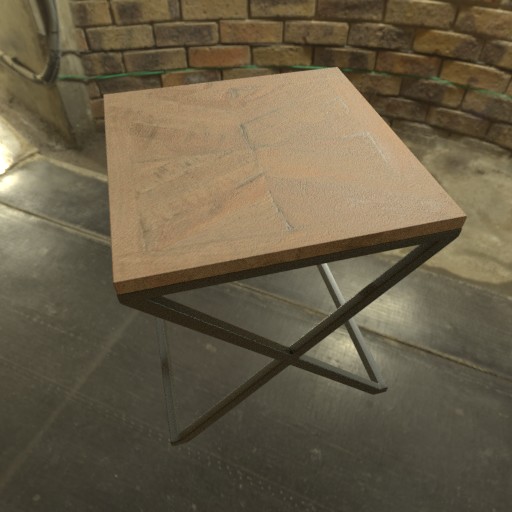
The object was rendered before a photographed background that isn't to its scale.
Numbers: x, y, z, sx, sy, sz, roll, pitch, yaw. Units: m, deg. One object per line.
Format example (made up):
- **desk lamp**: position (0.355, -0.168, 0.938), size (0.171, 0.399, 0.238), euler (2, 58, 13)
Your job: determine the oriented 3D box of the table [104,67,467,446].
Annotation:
- **table**: position (0.000, 0.000, 0.951), size (0.498, 0.550, 0.499), euler (-11, 48, -10)
